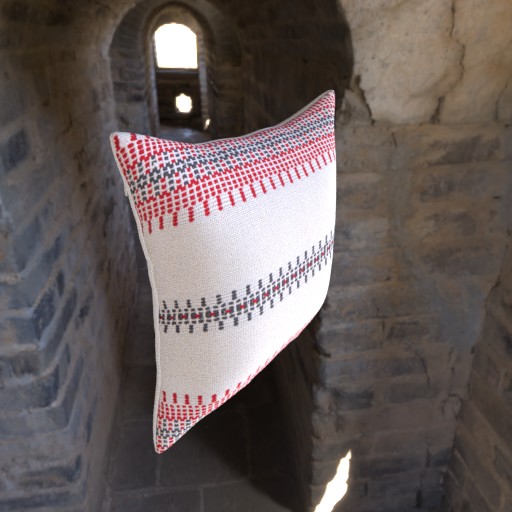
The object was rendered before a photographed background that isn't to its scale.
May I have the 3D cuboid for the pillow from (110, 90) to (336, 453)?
[{"bbox_3d":[0.000,0.000,0.699,0.160,0.454,0.463,18,32,32],"label":"pillow"}]
